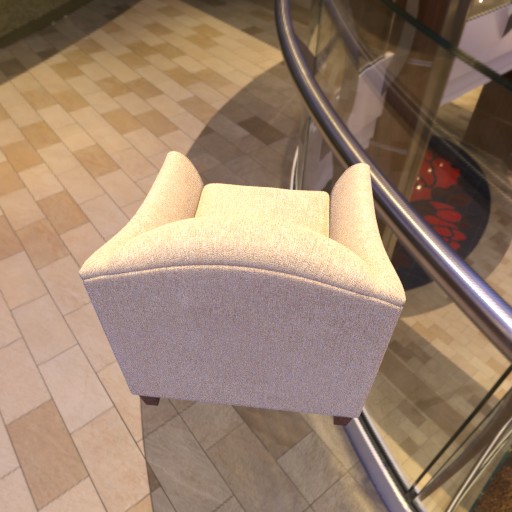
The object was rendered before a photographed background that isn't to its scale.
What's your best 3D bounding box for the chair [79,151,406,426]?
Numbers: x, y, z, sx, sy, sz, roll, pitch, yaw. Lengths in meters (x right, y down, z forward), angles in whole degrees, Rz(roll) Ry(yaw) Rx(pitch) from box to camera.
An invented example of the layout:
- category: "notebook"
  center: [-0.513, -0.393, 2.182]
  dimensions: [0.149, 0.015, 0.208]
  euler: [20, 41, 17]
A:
- category: "chair"
  center: [0.000, 0.000, 1.477]
  dimensions: [0.763, 0.839, 0.787]
  euler: [5, 46, 4]
